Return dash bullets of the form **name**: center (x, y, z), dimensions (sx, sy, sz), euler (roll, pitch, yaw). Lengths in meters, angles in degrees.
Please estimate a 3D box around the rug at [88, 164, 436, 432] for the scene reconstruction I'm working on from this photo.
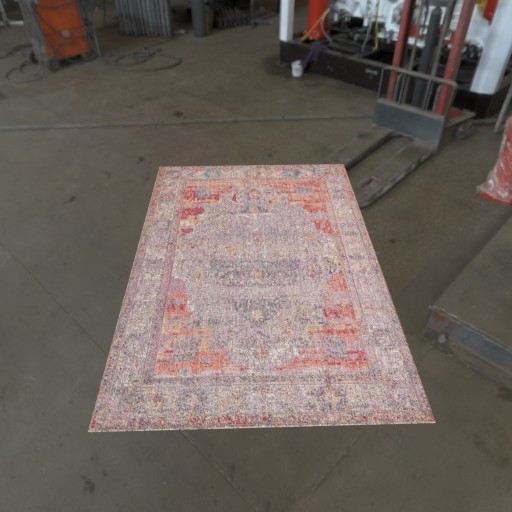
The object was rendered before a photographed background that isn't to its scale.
- **rug**: center (0.000, 0.000, 2.242), dimensions (1.219, 0.005, 1.829), euler (-1, 41, -1)
